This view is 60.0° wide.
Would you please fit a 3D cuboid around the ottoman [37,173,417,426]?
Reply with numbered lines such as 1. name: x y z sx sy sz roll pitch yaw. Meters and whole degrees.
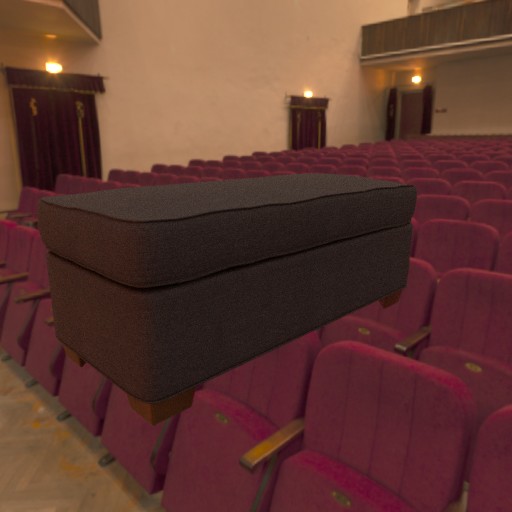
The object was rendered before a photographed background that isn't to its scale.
1. ottoman: 0.000 0.000 1.370 1.110 0.460 0.515 -14 20 -43
